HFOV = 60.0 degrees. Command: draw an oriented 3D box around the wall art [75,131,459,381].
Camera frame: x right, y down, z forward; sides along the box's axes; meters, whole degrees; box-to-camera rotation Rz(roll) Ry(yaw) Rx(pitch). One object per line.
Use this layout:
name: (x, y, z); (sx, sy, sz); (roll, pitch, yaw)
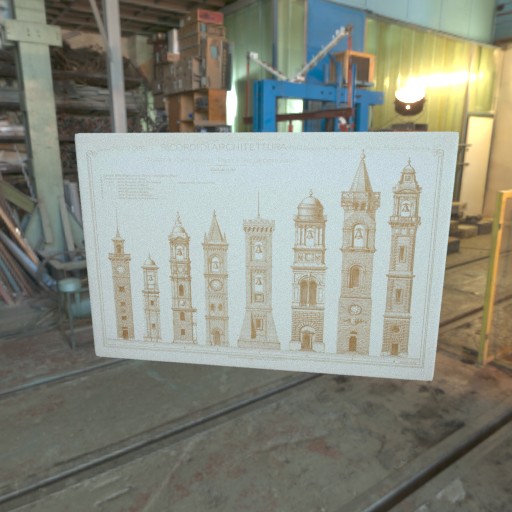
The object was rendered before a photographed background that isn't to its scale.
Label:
wall art: (0.000, 0.000, 0.473); (0.380, 0.254, 0.019); (2, 14, 8)
